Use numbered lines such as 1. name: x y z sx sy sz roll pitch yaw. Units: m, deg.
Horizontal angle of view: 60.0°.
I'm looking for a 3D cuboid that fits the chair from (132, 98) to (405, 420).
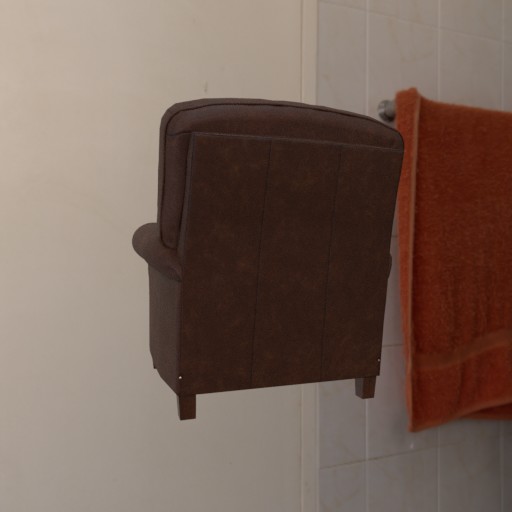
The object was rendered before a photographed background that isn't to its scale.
1. chair: 0.000 0.000 1.775 0.936 1.018 0.986 0 1 -18
